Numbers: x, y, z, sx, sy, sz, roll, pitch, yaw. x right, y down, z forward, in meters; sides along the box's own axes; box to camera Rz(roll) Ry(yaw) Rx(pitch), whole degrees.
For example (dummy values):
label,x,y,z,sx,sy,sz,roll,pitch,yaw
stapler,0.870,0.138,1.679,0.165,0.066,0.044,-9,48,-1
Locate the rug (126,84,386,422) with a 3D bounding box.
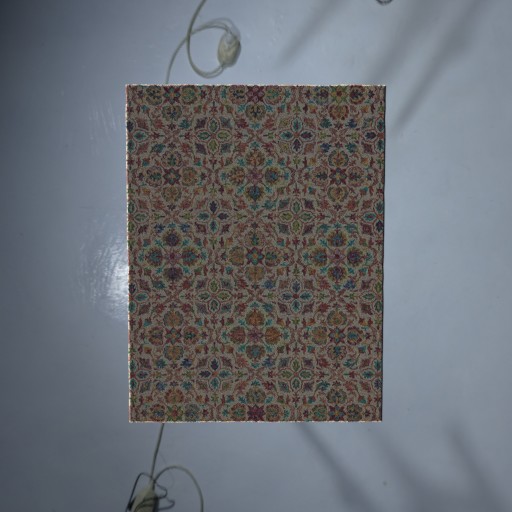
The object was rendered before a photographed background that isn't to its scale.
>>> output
label,x,y,z,sx,sy,sz,roll,pitch,yaw
rug,0.000,0.000,4.219,2.446,0.020,3.215,0,92,0
